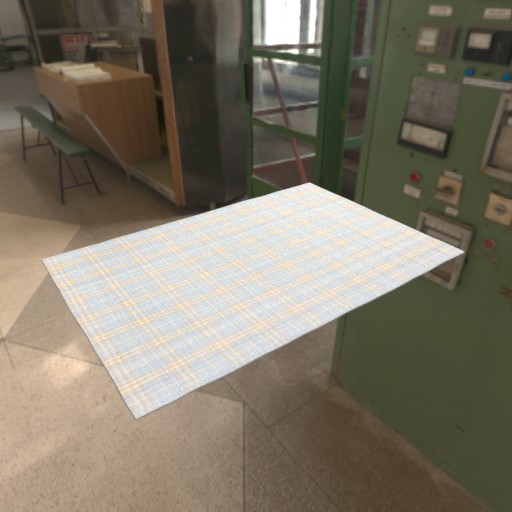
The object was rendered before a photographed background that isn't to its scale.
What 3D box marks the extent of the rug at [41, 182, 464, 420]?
[{"bbox_3d":[0.000,0.000,2.297,1.835,0.012,1.231,-20,36,-30],"label":"rug"}]
